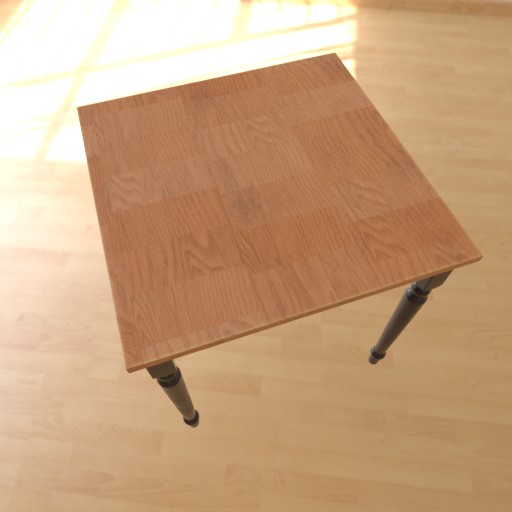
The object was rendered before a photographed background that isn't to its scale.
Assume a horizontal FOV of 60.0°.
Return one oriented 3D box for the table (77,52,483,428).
[{"bbox_3d":[0.000,0.000,1.357,0.747,0.738,0.747,-16,59,-10],"label":"table"}]
